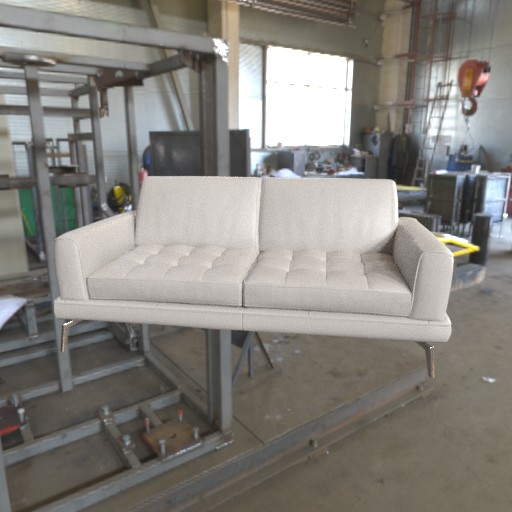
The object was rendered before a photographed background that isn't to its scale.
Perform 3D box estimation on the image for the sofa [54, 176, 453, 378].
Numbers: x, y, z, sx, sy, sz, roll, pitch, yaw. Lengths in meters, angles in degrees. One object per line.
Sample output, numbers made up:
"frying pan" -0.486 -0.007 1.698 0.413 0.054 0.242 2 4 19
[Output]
"sofa" 0.000 0.000 2.796 2.177 0.930 1.121 2 15 9
